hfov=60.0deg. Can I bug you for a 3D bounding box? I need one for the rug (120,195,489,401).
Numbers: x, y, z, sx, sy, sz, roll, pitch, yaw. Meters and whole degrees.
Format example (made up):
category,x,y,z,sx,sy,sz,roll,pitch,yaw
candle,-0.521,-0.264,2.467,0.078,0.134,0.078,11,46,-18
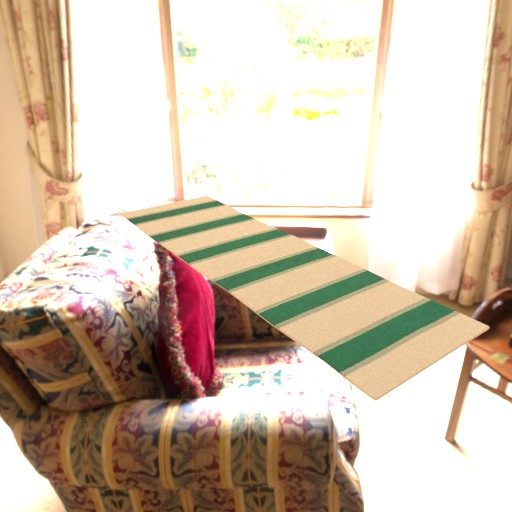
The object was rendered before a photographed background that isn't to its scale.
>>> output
category,x,y,z,sx,sy,sz,roll,pitch,yaw
rug,0.000,0.000,2.639,0.768,0.012,2.438,-17,30,-33
